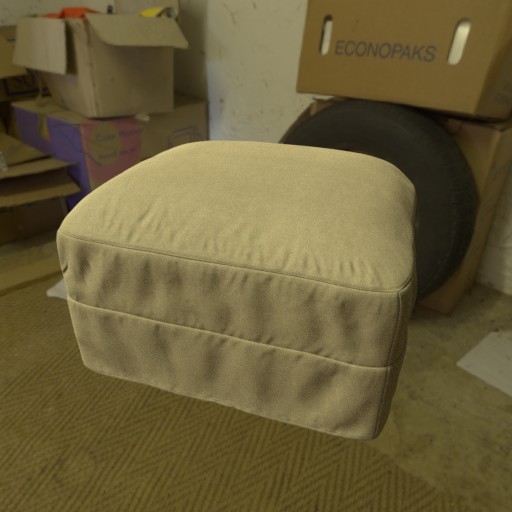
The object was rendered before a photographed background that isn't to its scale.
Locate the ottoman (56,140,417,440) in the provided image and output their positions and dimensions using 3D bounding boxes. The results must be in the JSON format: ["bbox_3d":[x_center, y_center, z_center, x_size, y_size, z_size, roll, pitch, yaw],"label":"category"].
[{"bbox_3d":[0.000,0.000,1.048,0.712,0.480,0.584,9,31,16],"label":"ottoman"}]
